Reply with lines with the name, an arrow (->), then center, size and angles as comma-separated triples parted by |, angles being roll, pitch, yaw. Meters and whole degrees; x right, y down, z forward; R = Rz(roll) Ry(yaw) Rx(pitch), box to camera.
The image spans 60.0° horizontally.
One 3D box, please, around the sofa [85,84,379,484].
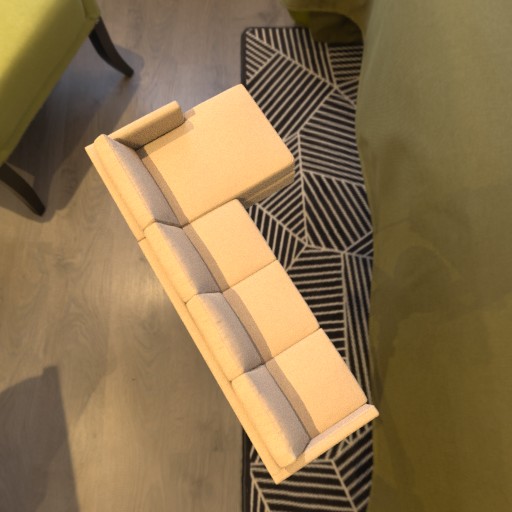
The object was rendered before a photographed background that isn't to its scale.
sofa -> 0.000, 0.000, 3.892 | 1.622, 0.871, 3.206 | -31, 77, -8
